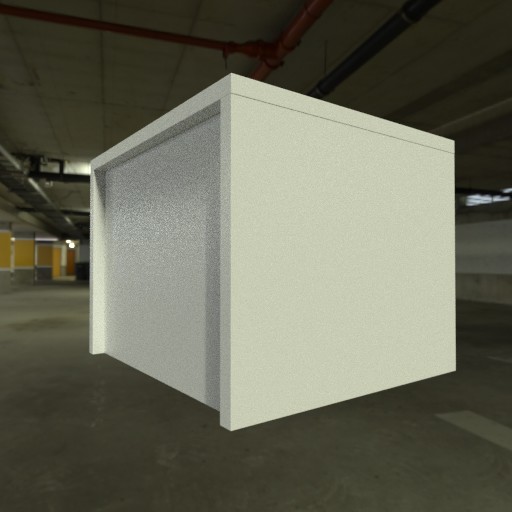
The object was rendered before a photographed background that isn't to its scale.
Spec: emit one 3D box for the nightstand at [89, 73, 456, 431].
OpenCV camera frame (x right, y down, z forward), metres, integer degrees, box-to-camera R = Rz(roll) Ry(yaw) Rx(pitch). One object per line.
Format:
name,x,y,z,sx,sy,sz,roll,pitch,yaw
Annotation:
nightstand,0.000,0.000,0.743,0.408,0.351,0.470,1,-1,-36
